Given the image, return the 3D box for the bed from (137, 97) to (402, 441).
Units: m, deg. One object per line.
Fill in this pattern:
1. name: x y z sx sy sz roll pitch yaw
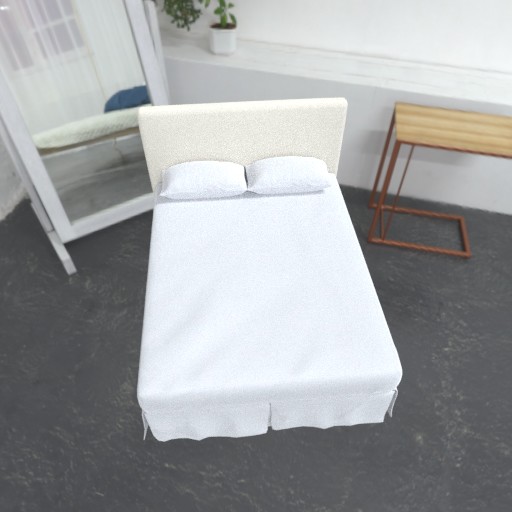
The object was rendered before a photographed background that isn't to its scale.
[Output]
1. bed: 0.000 0.000 3.255 1.713 1.330 2.142 -4 48 -4
